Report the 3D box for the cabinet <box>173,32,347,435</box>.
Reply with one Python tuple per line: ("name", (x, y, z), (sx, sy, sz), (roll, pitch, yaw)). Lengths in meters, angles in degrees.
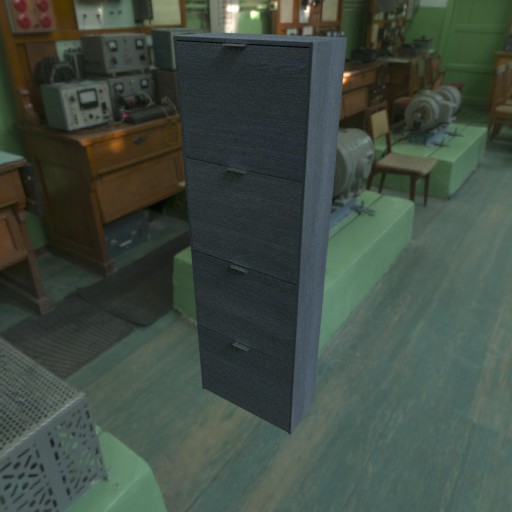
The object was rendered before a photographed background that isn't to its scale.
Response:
("cabinet", (0.000, 0.000, 1.835), (0.520, 1.630, 0.255), (18, 34, 28))
